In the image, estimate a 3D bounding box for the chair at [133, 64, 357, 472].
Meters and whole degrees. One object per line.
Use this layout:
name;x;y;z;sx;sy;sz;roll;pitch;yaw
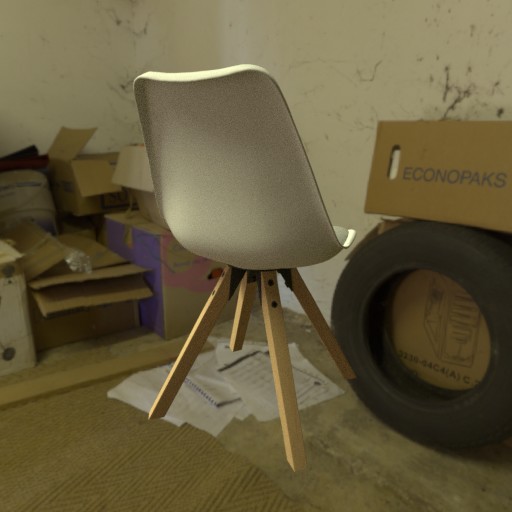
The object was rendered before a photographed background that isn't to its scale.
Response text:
chair;0.000;0.000;1.155;0.485;0.850;0.550;8;17;26
